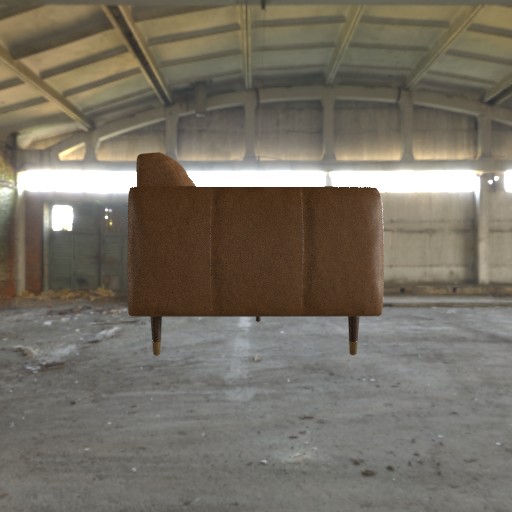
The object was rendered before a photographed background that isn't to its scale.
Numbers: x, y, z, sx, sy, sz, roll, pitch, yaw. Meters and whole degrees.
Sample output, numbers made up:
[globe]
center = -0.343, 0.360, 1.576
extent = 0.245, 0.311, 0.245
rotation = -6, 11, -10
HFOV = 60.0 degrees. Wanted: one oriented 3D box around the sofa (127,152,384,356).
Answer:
[sofa]
center = 0.000, 0.000, 2.762
extent = 0.990, 0.821, 2.291
rotation = 0, 0, 0
